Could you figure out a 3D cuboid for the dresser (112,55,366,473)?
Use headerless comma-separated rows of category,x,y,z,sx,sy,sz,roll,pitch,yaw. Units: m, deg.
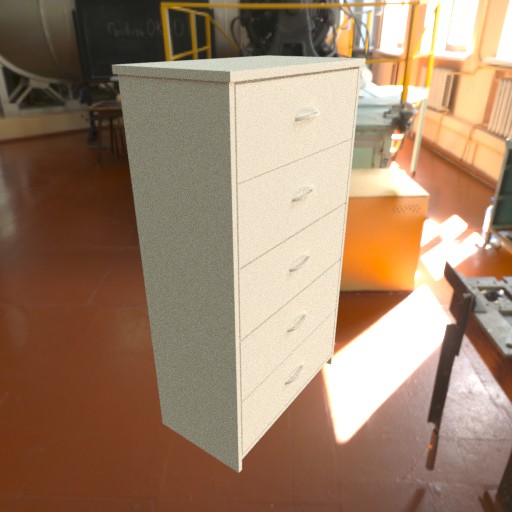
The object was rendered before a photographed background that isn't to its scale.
dresser,0.000,0.000,1.559,0.399,1.255,0.704,18,32,31
